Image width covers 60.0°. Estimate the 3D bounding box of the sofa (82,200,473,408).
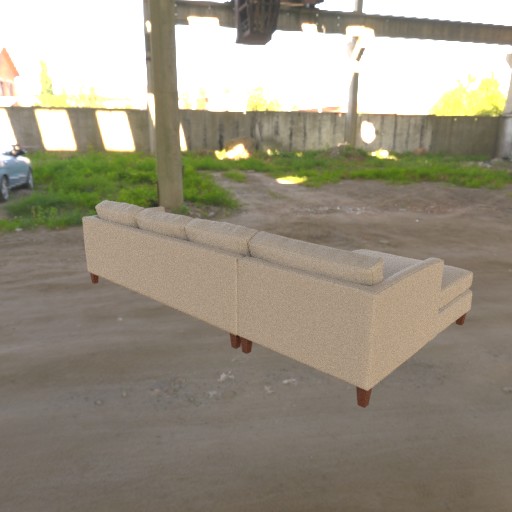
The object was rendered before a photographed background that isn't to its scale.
[{"bbox_3d":[0.000,0.000,3.929,3.186,0.846,1.625,14,21,41],"label":"sofa"}]
